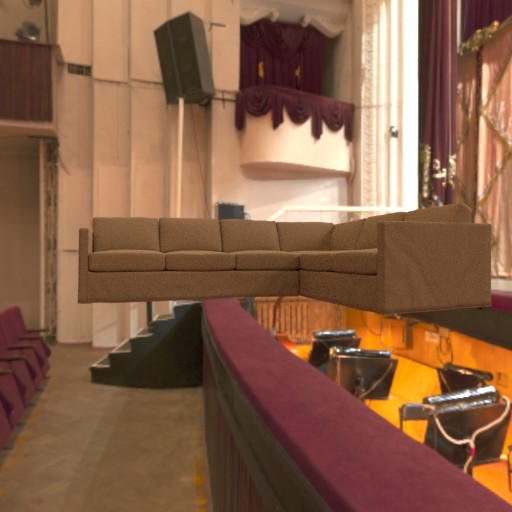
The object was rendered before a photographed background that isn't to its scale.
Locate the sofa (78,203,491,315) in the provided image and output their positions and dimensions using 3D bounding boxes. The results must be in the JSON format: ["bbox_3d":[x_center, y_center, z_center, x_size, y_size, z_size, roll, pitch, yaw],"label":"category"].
[{"bbox_3d":[0.000,0.000,4.190,3.182,0.871,2.432,0,0,-18],"label":"sofa"}]
